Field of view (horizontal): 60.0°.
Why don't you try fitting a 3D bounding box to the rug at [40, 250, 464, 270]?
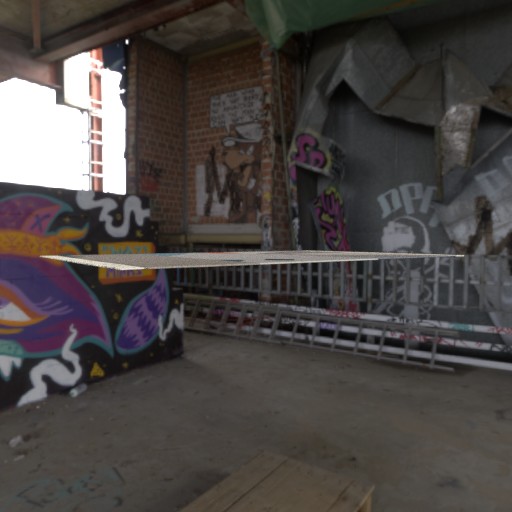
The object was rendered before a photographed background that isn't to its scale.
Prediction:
[{"bbox_3d":[0.000,0.000,2.279,1.828,0.005,1.220,-2,3,-36],"label":"rug"}]
